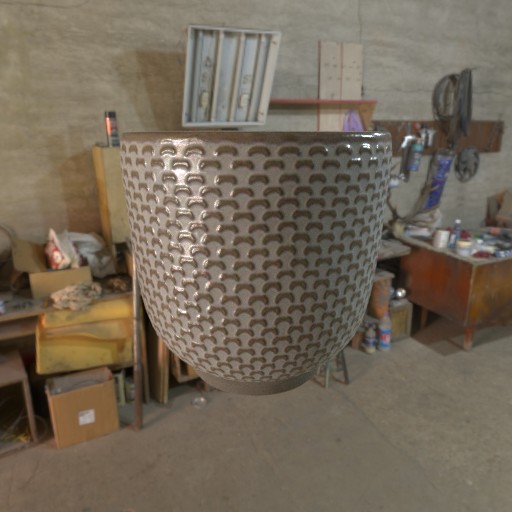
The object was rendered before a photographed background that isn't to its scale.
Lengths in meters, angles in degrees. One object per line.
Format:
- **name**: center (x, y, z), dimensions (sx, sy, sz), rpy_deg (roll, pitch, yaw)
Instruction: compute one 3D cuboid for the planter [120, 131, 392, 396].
- **planter**: center (0.000, 0.000, 0.355), dimensions (0.197, 0.191, 0.197), rpy_deg (0, 15, 0)
